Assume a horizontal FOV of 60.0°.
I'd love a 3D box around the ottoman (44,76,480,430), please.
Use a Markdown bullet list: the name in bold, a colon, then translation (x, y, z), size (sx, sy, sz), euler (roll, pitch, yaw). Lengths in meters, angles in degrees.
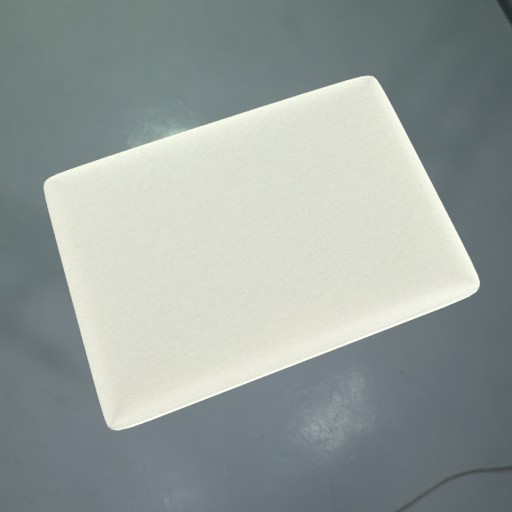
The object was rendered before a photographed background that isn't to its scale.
- **ottoman**: translation (0.000, 0.000, 1.159), size (0.835, 0.497, 0.581), euler (-20, 76, -5)
